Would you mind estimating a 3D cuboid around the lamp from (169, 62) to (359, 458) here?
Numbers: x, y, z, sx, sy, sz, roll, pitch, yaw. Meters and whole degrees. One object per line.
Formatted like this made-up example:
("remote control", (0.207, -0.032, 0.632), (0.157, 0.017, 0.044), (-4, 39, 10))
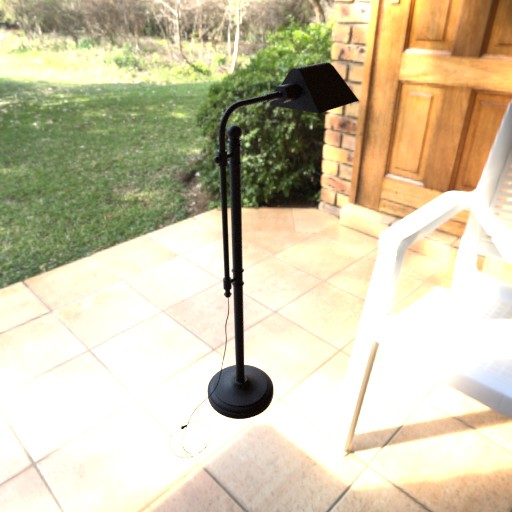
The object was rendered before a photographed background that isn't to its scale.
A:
("lamp", (0.000, 0.000, 0.929), (0.159, 0.708, 0.545), (22, 37, 33))
